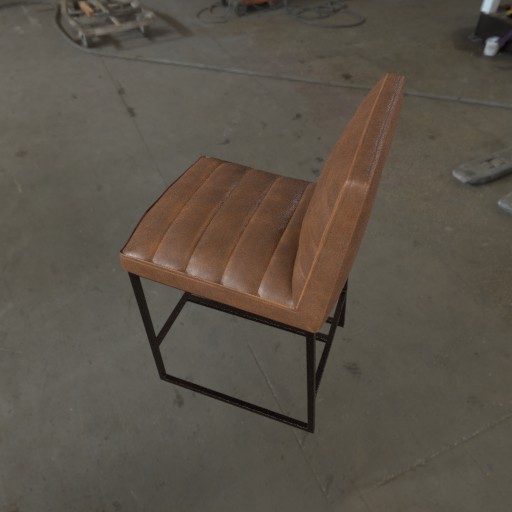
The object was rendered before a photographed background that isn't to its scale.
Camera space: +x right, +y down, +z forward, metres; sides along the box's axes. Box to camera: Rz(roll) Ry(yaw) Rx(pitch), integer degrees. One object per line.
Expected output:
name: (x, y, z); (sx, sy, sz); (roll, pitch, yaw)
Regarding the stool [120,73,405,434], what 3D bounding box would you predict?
stool: (0.000, 0.000, 1.226); (0.562, 0.942, 0.463); (15, 47, 14)
